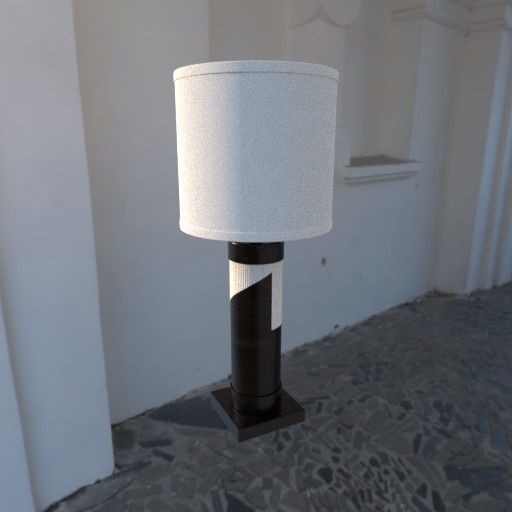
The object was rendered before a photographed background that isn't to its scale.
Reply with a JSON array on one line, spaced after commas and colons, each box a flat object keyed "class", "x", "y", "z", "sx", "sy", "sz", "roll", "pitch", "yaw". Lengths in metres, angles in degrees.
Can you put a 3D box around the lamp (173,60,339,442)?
[{"class": "lamp", "x": 0.000, "y": 0.000, "z": 0.635, "sx": 0.211, "sy": 0.509, "sz": 0.211, "roll": -7, "pitch": 17, "yaw": -26}]
